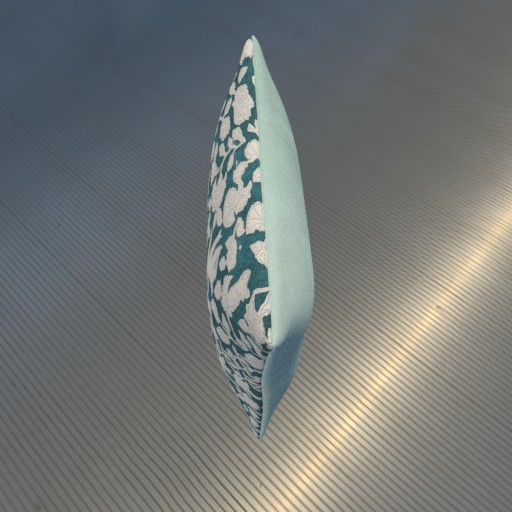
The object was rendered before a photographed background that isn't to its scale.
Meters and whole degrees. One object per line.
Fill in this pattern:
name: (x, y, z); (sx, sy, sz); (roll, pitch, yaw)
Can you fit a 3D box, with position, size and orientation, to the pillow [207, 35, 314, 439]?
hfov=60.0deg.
pillow: (0.000, 0.000, 0.785); (0.166, 0.508, 0.525); (-2, 58, -1)
